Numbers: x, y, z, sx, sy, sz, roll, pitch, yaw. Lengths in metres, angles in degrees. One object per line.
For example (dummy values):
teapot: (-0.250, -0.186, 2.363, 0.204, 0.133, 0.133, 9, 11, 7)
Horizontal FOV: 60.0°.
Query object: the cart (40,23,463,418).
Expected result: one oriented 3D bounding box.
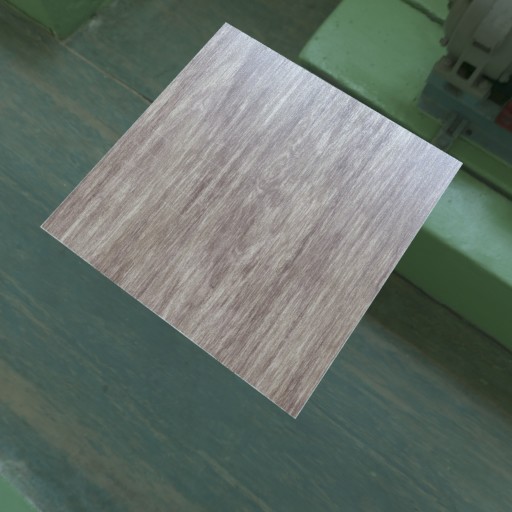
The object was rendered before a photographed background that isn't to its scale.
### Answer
cart: (0.000, 0.000, 1.127, 0.520, 0.762, 0.521, 35, 77, 9)
